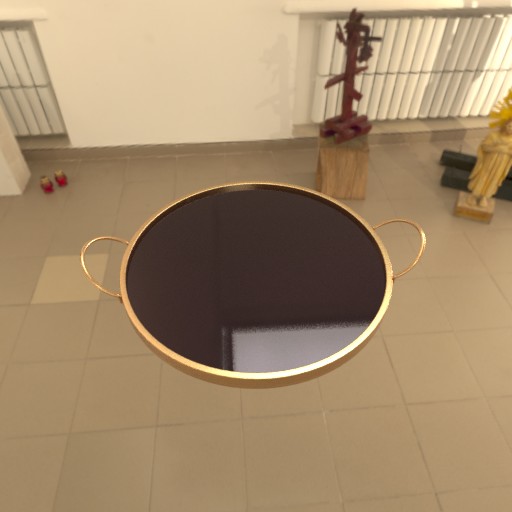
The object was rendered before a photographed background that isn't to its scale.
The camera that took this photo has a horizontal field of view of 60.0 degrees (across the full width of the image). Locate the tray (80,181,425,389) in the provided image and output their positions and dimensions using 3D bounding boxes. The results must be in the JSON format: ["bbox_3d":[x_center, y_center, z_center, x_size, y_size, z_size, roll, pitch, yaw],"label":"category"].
[{"bbox_3d":[0.000,0.000,0.723,0.543,0.069,0.438,-4,45,-4],"label":"tray"}]
